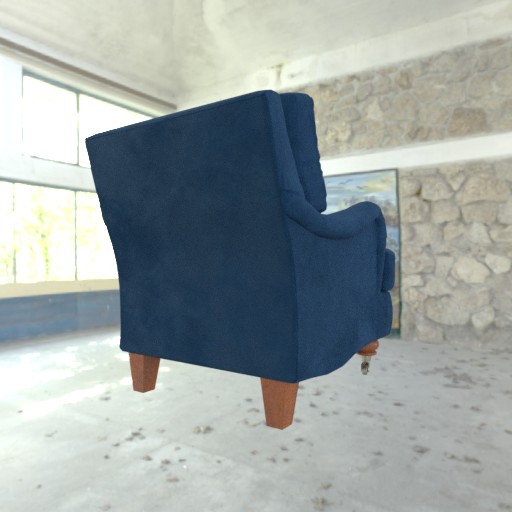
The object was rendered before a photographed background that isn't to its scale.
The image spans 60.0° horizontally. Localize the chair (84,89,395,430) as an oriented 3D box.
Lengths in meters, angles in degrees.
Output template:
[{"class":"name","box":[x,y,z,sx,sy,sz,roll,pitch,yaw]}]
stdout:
[{"class":"chair","box":[0.000,0.000,1.858,0.895,1.076,1.078,0,0,35]}]
